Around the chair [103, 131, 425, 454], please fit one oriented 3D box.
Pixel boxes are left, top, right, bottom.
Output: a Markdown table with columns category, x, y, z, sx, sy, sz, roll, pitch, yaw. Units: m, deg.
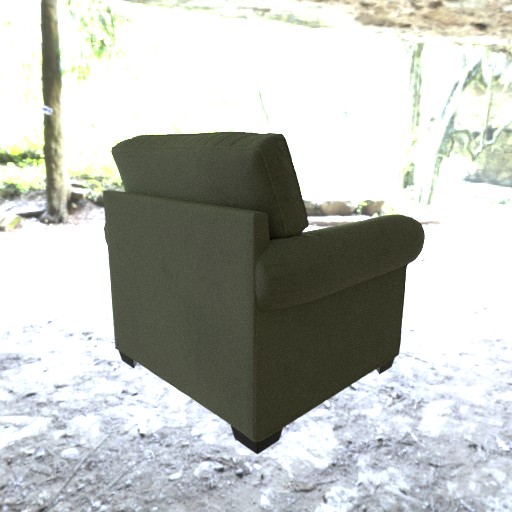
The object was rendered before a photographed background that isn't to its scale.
| category | x | y | z | sx | sy | sz | roll | pitch | yaw |
| --- | --- | --- | --- | --- | --- | --- | --- | --- | --- |
| chair | 0.000 | 0.000 | 1.969 | 0.939 | 1.044 | 1.147 | -13 | 19 | -42 |
